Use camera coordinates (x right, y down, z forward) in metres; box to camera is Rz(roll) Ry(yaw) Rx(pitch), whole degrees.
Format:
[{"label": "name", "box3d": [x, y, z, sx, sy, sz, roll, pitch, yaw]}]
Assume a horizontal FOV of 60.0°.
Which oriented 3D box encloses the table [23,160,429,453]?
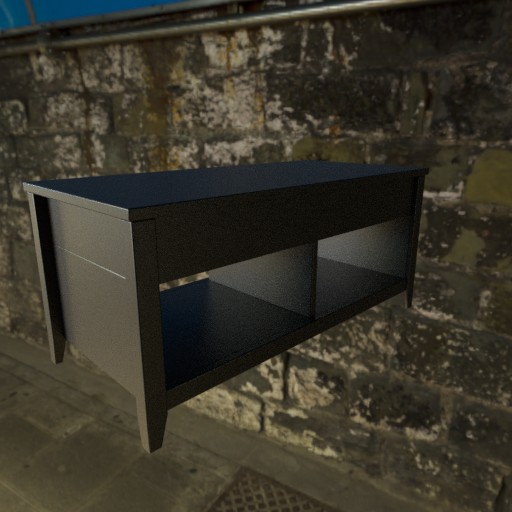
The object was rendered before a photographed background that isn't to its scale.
[{"label": "table", "box3d": [0.000, 0.000, 1.248, 1.016, 0.457, 0.483, -15, 22, -42]}]
